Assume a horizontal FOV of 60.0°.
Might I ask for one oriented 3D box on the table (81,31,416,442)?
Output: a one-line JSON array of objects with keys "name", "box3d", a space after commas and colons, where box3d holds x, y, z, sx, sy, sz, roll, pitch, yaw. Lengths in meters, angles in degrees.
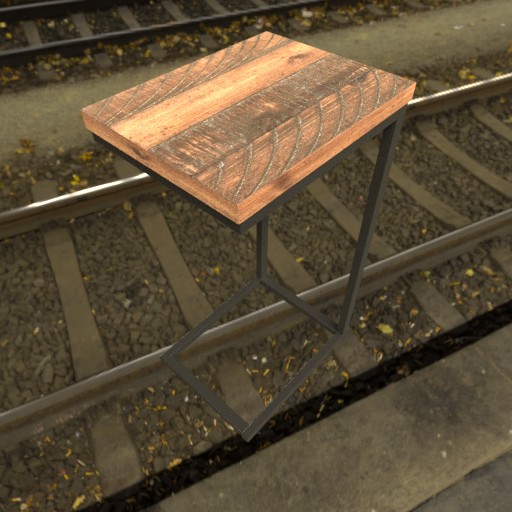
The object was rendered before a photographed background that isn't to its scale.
[{"name": "table", "box3d": [0.000, 0.000, 0.940, 0.323, 0.718, 0.414, 34, 55, 28]}]
